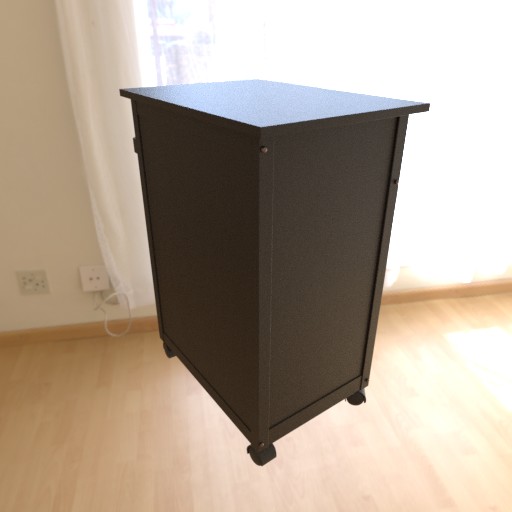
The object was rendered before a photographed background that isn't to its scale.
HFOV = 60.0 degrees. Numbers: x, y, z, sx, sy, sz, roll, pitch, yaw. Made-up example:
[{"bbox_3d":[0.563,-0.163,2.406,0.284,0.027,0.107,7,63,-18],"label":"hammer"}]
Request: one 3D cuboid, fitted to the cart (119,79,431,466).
[{"bbox_3d":[0.000,0.000,1.275,0.456,0.879,0.660,-18,32,-31],"label":"cart"}]
